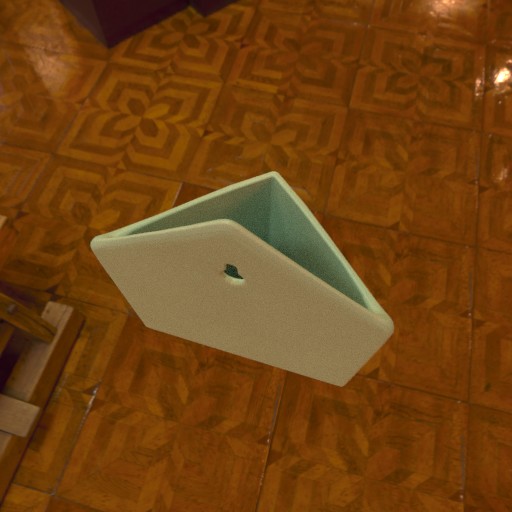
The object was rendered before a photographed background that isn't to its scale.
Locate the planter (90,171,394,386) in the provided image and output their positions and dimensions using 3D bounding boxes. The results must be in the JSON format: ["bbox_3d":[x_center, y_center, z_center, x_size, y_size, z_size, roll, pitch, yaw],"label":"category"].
[{"bbox_3d":[0.000,0.000,0.273,0.164,0.197,0.079,15,64,8],"label":"planter"}]
